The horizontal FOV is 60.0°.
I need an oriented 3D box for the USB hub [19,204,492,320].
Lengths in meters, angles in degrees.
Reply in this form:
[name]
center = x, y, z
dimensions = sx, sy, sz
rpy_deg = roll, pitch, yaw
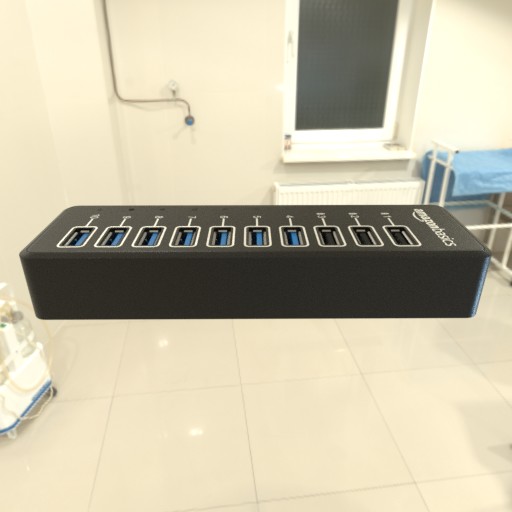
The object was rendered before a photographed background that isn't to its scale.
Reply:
[USB hub]
center = 0.000, 0.000, 0.157
dimensions = 0.145, 0.023, 0.044
rpy_deg = 0, 27, 0
